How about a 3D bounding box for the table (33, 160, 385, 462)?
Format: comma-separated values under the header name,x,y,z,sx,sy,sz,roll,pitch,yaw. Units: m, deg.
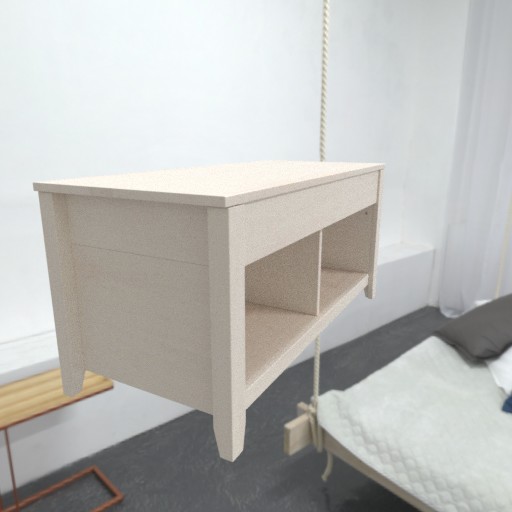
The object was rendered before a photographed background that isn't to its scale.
name,x,y,z,sx,sy,sz,roll,pitch,yaw
table,0.000,0.000,1.269,0.457,0.483,1.016,8,17,28
